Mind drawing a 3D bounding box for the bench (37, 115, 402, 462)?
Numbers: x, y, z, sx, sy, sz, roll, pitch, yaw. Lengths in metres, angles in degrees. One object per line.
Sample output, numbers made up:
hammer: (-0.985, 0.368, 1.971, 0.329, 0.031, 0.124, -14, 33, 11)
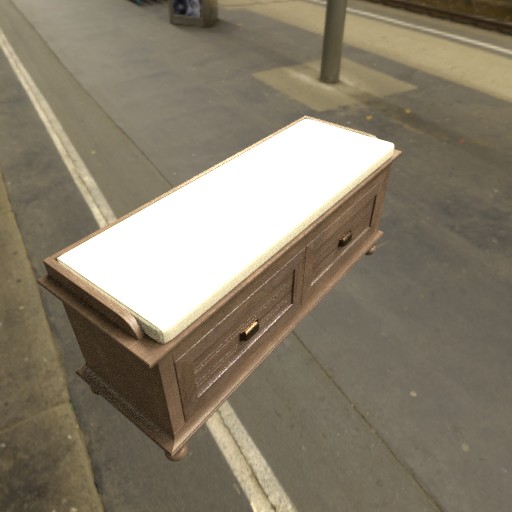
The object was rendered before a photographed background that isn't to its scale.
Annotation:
bench: (0.000, 0.000, 1.450, 0.402, 0.501, 1.185, 26, 46, 29)
